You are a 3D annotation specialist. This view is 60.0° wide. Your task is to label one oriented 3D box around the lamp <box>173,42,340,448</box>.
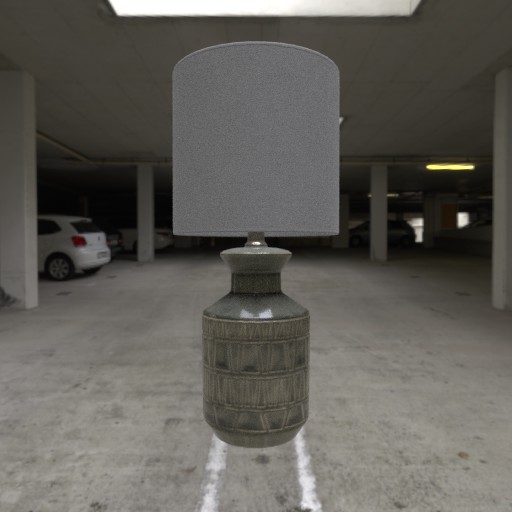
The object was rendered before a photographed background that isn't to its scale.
[{"bbox_3d":[0.000,0.000,0.575,0.211,0.455,0.211,0,1,0],"label":"lamp"}]
